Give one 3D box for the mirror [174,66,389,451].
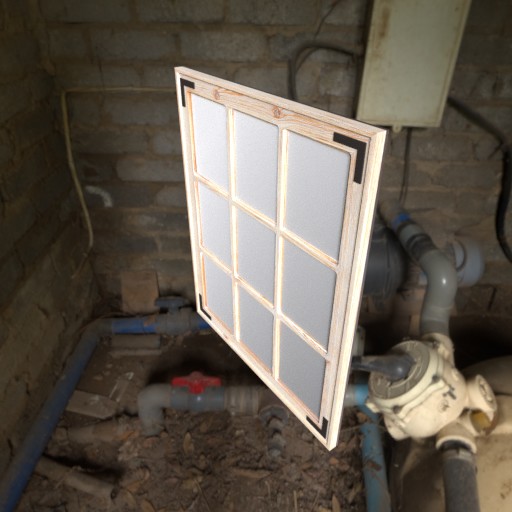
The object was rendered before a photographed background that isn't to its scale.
[{"bbox_3d":[0.000,0.000,1.235,0.032,0.882,0.730,-22,39,-30],"label":"mirror"}]
